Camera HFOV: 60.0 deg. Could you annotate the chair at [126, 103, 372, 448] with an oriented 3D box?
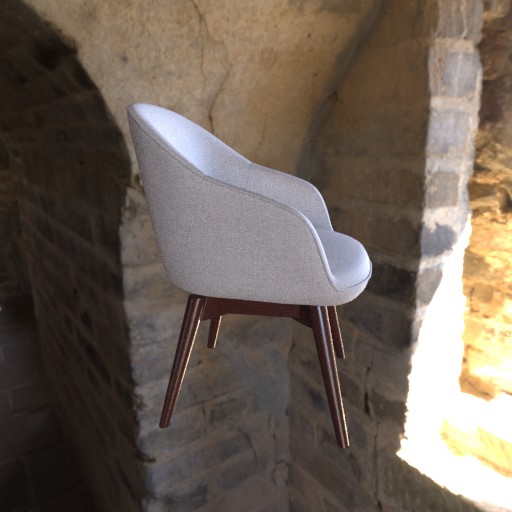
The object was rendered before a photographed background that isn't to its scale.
[{"bbox_3d":[0.000,0.000,1.252,0.635,0.823,0.596,3,15,9],"label":"chair"}]
